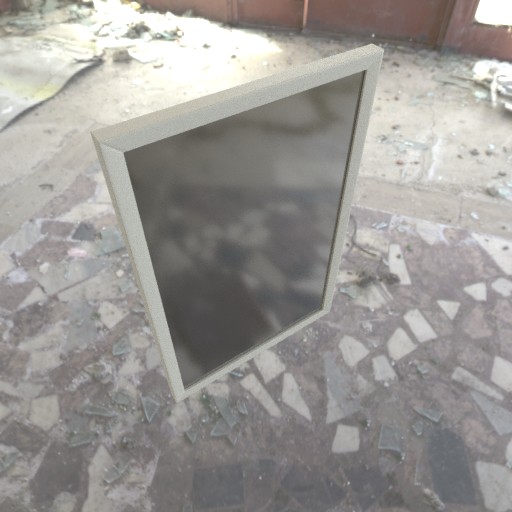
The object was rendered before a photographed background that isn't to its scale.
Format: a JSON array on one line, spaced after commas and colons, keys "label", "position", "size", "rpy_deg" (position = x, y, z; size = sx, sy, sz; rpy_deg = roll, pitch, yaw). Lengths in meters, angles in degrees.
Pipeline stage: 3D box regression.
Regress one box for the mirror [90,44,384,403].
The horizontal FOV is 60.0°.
[{"label": "mirror", "position": [0.000, 0.000, 1.140], "size": [0.609, 0.914, 0.041], "rpy_deg": [-26, 52, -22]}]
